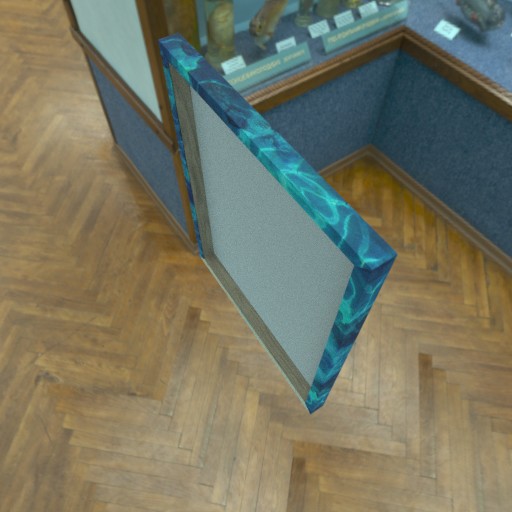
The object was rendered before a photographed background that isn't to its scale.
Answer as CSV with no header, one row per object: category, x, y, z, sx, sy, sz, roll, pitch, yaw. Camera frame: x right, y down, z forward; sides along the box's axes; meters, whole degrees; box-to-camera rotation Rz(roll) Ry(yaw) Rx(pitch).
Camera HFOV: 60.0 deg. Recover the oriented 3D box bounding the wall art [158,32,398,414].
wall art,0.000,0.000,0.857,0.038,0.635,0.508,-29,62,-17
